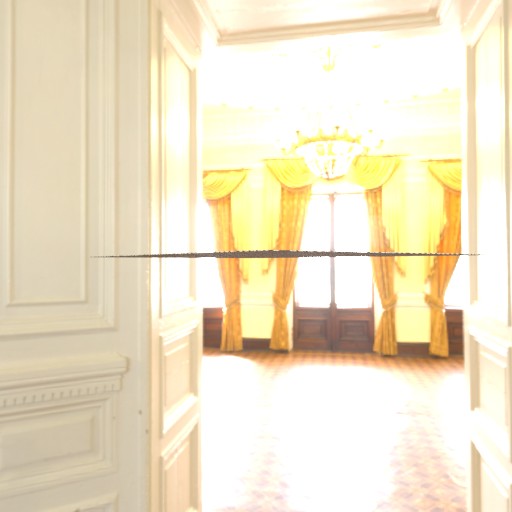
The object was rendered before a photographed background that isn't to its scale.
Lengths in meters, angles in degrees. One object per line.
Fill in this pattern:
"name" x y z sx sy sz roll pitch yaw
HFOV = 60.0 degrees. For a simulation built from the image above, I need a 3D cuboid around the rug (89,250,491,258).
"rug" 0.000 0.000 2.225 1.177 0.004 1.750 1 -1 -35
